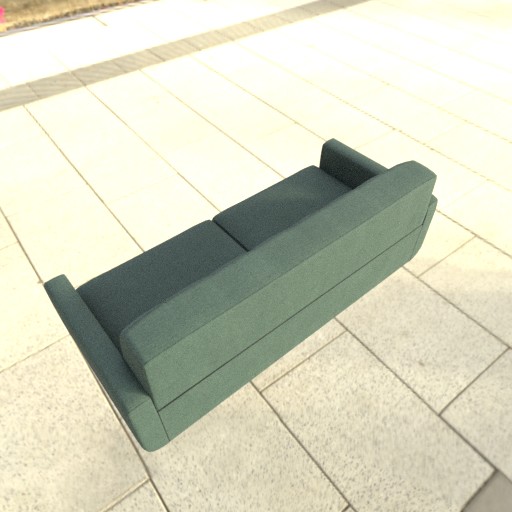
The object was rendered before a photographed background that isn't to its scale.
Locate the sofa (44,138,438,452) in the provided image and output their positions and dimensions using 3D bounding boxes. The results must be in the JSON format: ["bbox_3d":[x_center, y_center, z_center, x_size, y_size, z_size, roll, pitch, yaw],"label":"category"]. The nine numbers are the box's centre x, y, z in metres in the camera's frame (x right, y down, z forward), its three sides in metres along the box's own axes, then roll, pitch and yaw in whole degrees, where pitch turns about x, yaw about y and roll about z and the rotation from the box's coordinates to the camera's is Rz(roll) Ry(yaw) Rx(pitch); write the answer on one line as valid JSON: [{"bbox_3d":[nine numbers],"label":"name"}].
[{"bbox_3d":[0.000,0.000,2.486,2.029,0.841,0.909,-31,54,-26],"label":"sofa"}]
